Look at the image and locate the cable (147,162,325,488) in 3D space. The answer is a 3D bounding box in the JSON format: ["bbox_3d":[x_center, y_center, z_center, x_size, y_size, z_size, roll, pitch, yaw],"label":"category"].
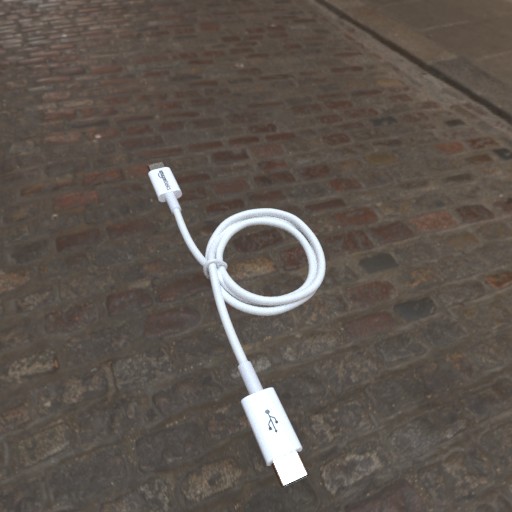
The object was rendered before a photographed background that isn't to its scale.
[{"bbox_3d":[0.000,0.000,0.223,0.070,0.014,0.203,-17,49,-16],"label":"cable"}]
